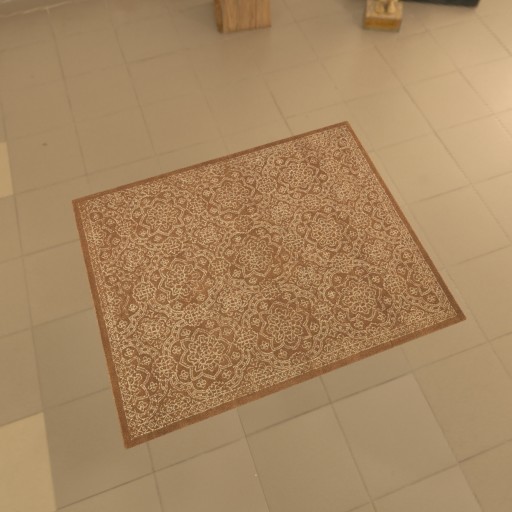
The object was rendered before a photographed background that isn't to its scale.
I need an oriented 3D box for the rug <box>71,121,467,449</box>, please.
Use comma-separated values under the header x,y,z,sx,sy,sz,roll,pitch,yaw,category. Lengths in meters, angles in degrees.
x,y,z,sx,sy,sz,roll,pitch,yaw,category
0.000,0.000,4.163,3.050,0.015,2.441,-18,65,-9,rug
